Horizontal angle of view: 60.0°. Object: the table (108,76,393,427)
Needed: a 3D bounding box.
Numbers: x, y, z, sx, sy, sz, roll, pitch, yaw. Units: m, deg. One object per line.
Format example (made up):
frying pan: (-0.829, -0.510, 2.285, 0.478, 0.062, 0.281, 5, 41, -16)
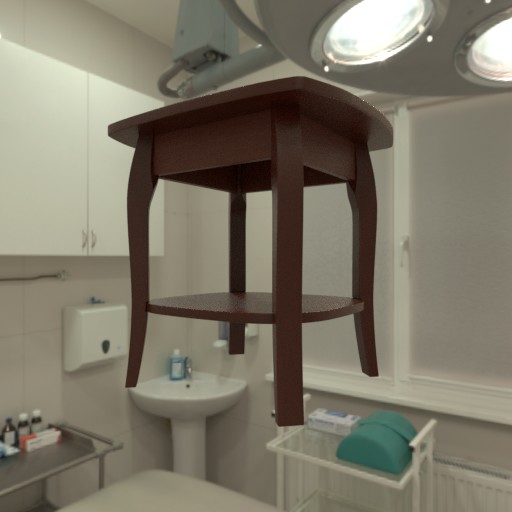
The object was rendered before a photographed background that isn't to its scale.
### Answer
table: (0.000, 0.000, 0.890, 0.502, 0.496, 0.433, 0, 0, 35)
